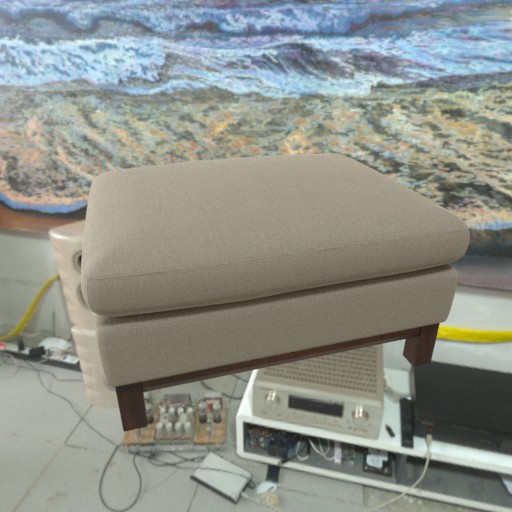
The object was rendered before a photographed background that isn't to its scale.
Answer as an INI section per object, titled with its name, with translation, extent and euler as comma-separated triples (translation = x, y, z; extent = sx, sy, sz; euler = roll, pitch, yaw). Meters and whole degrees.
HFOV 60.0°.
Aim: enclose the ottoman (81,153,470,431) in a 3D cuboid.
[ottoman]
translation = 0.000, 0.000, 1.112
extent = 0.771, 0.420, 0.606
euler = -8, 28, -15
